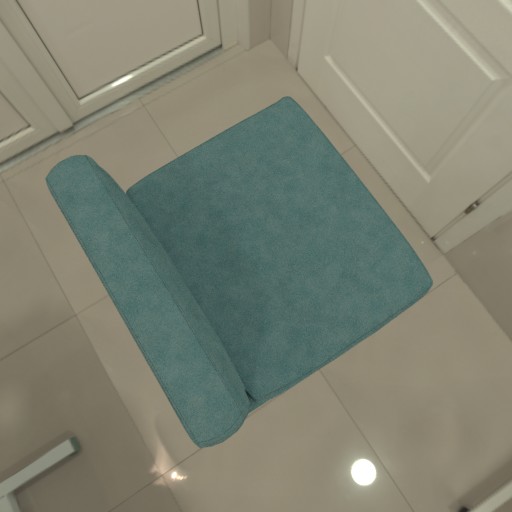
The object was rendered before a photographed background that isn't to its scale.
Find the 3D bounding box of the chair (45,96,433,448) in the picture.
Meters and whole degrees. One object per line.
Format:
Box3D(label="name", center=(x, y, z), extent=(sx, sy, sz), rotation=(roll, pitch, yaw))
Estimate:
Box3D(label="chair", center=(0.000, 0.000, 1.213), extent=(0.685, 0.660, 0.684), rotation=(-32, 77, -9))
